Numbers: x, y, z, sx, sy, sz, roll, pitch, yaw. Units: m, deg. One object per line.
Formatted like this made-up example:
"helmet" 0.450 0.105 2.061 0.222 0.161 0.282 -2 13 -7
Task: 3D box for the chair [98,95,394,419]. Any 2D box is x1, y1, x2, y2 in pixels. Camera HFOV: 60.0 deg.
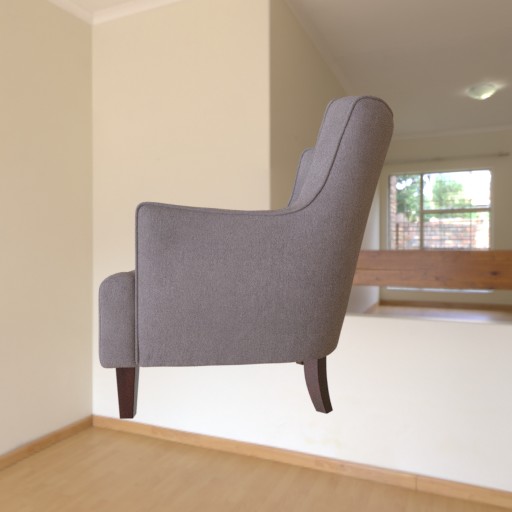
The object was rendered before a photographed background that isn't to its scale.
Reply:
"chair" 0.000 0.000 1.591 0.910 0.919 0.781 0 1 -1
